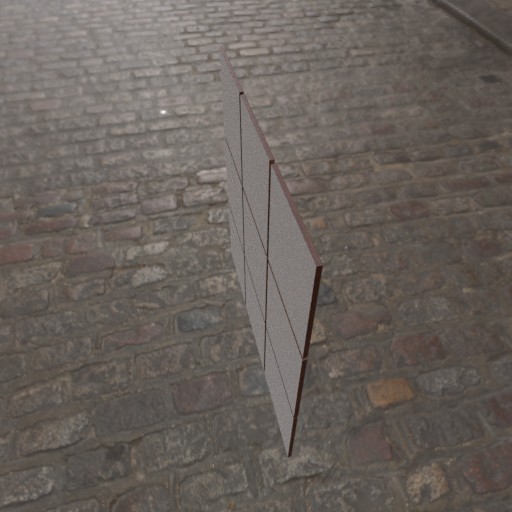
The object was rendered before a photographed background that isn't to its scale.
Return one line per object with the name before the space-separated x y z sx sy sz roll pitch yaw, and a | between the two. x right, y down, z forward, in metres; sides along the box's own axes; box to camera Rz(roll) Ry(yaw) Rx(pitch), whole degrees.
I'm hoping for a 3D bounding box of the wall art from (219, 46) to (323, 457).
wall art | 0.000 0.000 1.883 0.017 1.246 1.256 -10 48 -9
